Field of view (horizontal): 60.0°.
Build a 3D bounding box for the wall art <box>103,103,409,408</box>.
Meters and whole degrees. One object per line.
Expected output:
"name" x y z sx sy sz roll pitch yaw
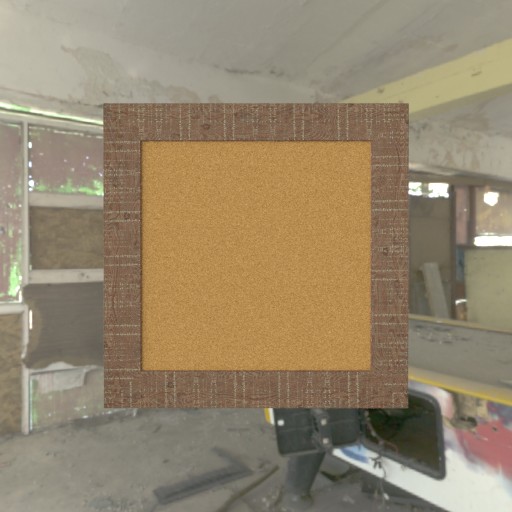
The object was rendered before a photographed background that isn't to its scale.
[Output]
"wall art" 0.000 0.000 0.791 0.531 0.531 0.040 0 0 0
